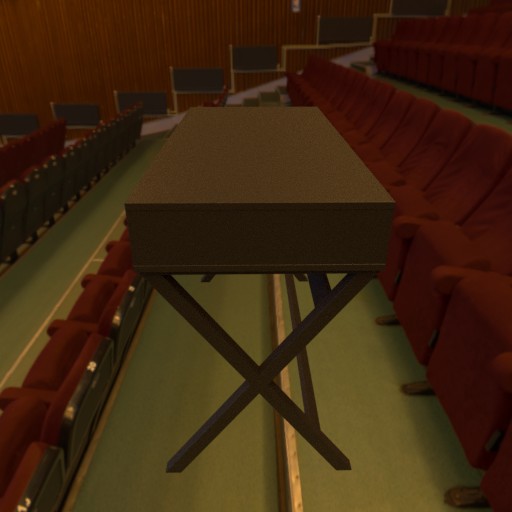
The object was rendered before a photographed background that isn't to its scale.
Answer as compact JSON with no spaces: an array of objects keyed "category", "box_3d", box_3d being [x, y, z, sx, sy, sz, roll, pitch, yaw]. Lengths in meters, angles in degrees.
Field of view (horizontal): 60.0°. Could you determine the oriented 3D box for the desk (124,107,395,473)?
[{"category":"desk","box_3d":[0.000,0.000,1.472,0.504,0.780,1.057,0,28,-1]}]
